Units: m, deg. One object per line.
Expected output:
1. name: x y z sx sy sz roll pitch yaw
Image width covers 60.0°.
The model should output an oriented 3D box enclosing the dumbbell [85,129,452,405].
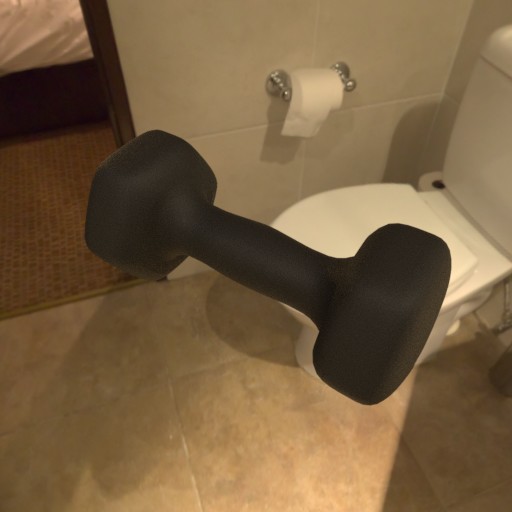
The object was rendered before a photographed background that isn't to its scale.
1. dumbbell: 0.000 0.000 0.292 0.231 0.101 0.112 26 52 22
